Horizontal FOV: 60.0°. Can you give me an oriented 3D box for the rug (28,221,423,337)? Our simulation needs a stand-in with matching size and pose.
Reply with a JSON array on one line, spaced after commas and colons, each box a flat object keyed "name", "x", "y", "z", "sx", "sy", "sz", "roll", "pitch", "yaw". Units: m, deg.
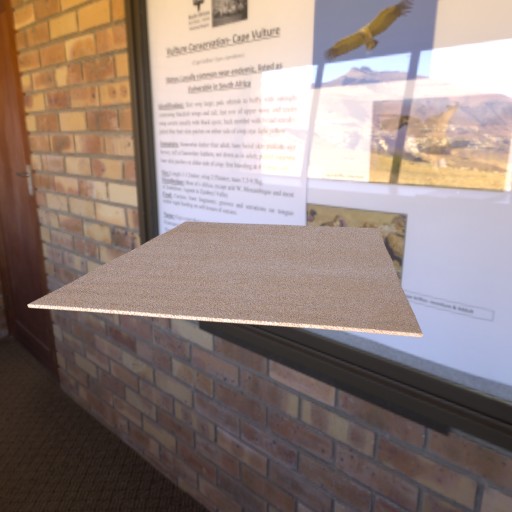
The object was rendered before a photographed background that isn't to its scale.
[{"name": "rug", "x": 0.000, "y": 0.000, "z": 4.038, "sx": 2.400, "sy": 0.025, "sz": 3.000, "roll": 3, "pitch": 15, "yaw": 10}]
